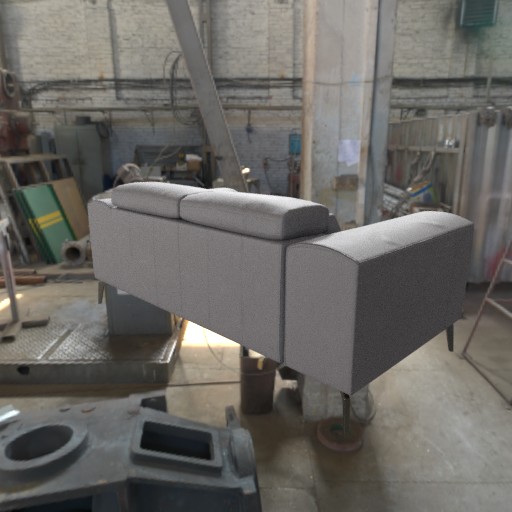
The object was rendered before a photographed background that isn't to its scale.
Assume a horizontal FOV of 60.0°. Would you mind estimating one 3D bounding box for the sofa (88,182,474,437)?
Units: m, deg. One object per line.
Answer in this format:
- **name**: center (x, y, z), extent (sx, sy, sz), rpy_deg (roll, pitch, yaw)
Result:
- **sofa**: center (0.000, 0.000, 2.389), extent (1.895, 0.779, 1.003), rpy_deg (14, 20, 43)
